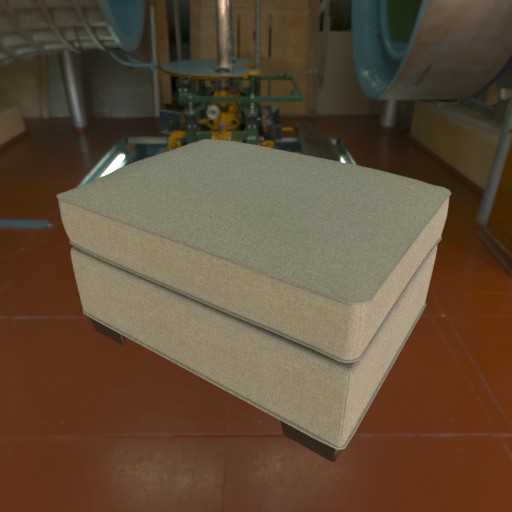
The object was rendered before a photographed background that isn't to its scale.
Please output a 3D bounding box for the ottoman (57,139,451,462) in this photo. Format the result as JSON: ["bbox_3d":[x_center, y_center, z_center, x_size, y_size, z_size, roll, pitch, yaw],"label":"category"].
[{"bbox_3d":[0.000,0.000,1.237,0.843,0.504,0.619,19,36,29],"label":"ottoman"}]
